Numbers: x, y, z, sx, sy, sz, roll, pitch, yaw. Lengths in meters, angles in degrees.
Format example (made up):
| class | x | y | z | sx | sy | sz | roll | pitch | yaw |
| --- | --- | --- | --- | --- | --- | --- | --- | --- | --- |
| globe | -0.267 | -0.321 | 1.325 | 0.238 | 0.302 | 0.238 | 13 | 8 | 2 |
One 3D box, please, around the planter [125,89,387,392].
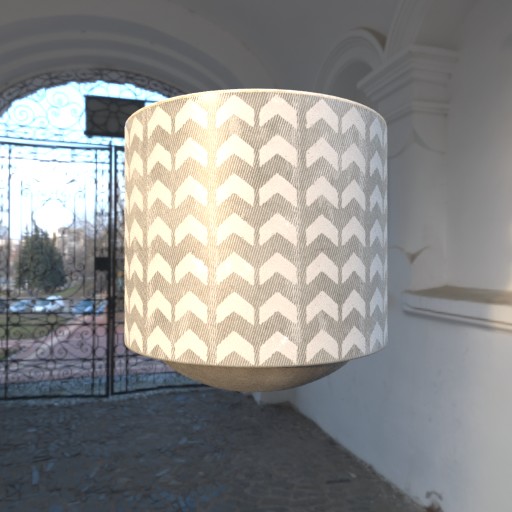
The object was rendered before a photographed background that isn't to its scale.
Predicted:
| class | x | y | z | sx | sy | sz | roll | pitch | yaw |
| --- | --- | --- | --- | --- | --- | --- | --- | --- | --- |
| planter | 0.000 | 0.000 | 0.335 | 0.190 | 0.181 | 0.190 | 0 | 0 | 0 |
